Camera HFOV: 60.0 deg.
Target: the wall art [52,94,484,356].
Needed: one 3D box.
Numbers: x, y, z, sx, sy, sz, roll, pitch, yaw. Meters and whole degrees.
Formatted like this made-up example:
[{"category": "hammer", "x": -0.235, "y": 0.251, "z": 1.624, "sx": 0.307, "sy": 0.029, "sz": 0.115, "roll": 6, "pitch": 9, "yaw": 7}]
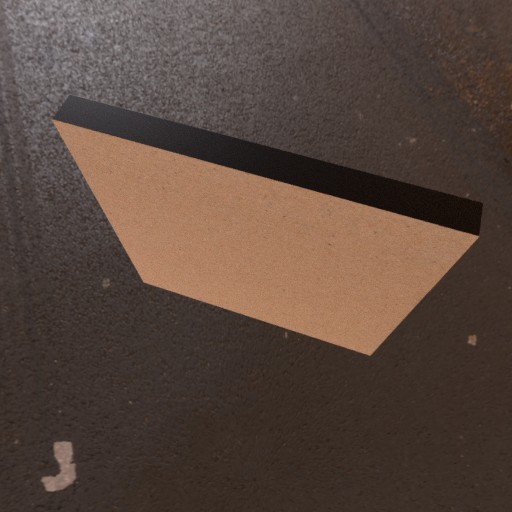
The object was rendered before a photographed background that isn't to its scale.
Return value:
[{"category": "wall art", "x": 0.000, "y": 0.000, "z": 0.470, "sx": 0.327, "sy": 0.318, "sz": 0.029, "roll": 17, "pitch": 64, "yaw": 8}]
